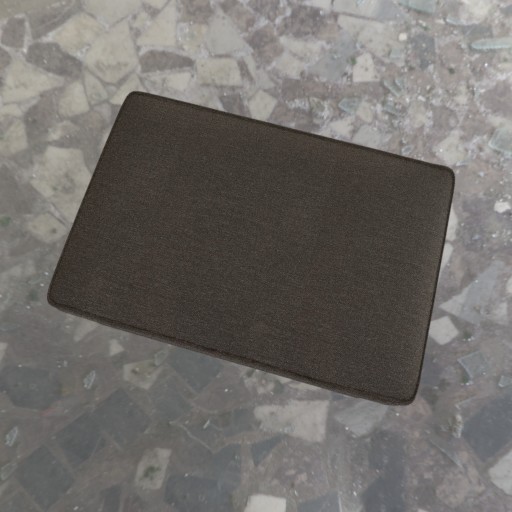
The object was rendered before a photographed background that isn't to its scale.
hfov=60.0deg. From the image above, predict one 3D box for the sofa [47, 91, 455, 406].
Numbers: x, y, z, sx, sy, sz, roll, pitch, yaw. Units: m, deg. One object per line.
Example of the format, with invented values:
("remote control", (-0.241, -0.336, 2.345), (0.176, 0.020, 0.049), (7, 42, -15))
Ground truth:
("sofa", (0.000, 0.000, 1.215), (0.854, 0.457, 0.578), (15, 76, 4))
